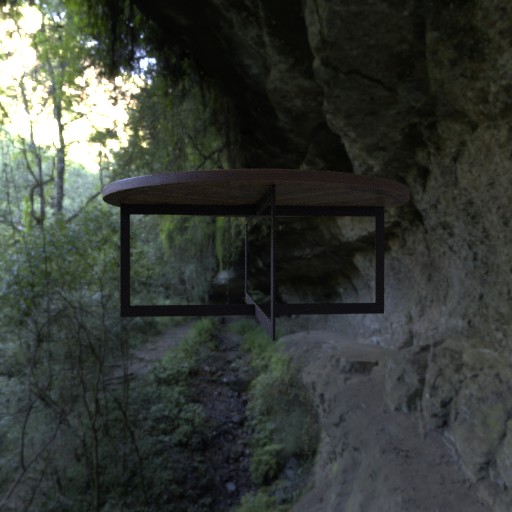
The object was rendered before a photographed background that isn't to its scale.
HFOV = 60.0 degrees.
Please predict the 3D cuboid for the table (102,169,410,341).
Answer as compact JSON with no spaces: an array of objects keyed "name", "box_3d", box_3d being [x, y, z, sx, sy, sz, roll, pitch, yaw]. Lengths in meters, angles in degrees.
[{"name":"table","box_3d":[0.000,0.000,1.930,1.264,0.516,1.264,0,0,0]}]
